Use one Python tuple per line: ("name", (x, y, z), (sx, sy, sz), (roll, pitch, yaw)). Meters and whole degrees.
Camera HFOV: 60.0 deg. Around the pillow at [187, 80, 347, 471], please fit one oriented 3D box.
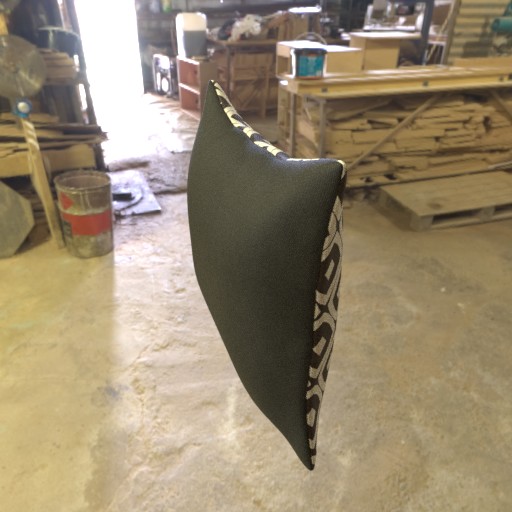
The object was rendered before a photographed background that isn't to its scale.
("pillow", (0.000, 0.000, 0.761), (0.188, 0.494, 0.504), (-10, 32, -17))
